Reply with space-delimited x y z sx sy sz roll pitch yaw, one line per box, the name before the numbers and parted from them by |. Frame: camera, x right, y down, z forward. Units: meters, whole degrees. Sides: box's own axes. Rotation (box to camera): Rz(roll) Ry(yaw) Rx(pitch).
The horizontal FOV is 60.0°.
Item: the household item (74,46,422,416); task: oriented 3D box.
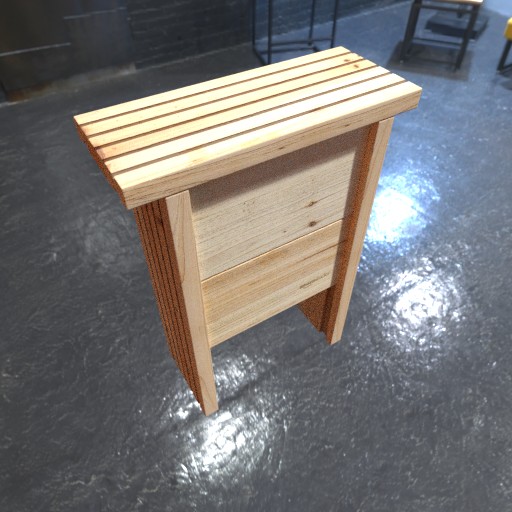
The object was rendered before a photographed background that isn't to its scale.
household item | 0.000 0.000 0.552 0.301 0.407 0.123 -24 50 -22
